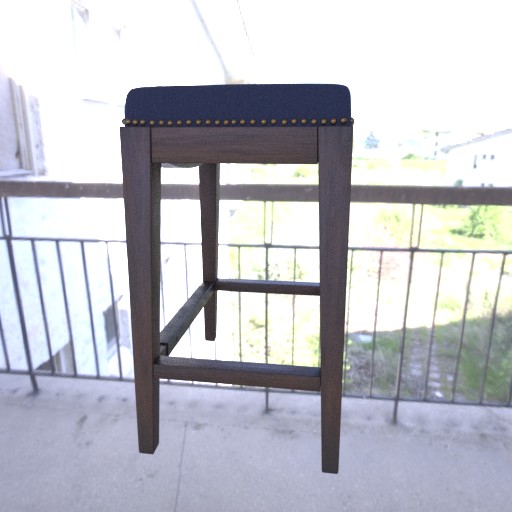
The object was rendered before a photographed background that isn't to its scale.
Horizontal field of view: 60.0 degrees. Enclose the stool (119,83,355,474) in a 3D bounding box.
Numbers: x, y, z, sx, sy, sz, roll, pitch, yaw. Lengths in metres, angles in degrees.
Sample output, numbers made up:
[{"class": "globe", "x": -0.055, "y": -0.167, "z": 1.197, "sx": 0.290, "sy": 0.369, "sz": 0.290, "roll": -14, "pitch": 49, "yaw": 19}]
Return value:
[{"class": "stool", "x": 0.000, "y": 0.000, "z": 0.944, "sx": 0.361, "sy": 0.642, "sz": 0.500, "roll": 2, "pitch": 15, "yaw": 8}]
